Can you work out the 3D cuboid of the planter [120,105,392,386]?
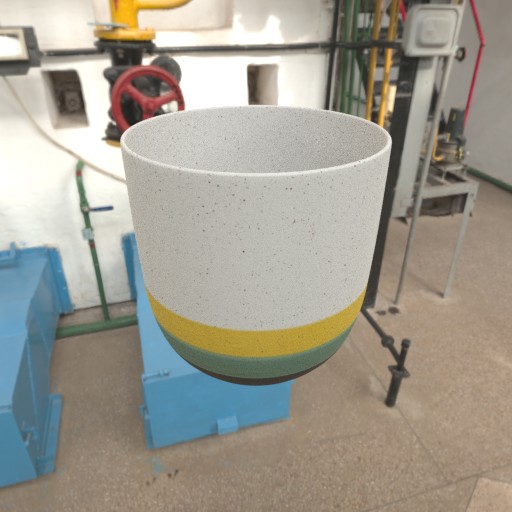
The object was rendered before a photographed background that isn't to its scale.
[{"bbox_3d":[0.000,0.000,0.381,0.195,0.214,0.195,0,30,0],"label":"planter"}]
